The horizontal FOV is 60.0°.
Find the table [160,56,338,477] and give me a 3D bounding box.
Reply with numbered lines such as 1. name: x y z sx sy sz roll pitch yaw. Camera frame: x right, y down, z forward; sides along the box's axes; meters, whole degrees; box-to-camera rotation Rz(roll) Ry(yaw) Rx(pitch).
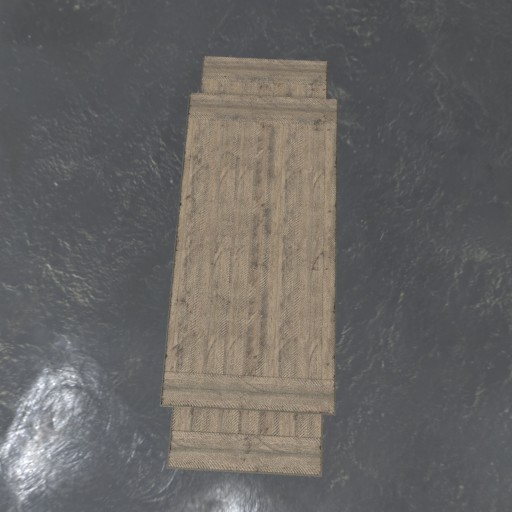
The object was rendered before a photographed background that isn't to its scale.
1. table: 0.000 0.000 1.537 0.489 0.427 1.312 3 77 1
